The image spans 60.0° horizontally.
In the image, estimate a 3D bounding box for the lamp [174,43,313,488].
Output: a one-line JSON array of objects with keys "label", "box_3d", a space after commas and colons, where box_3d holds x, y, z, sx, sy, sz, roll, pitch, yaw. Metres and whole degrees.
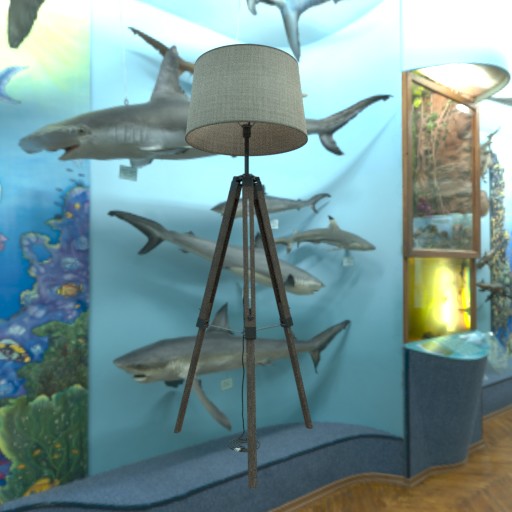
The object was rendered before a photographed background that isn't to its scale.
[{"label": "lamp", "box_3d": [0.000, 0.000, 1.810, 0.587, 1.510, 0.604, 1, -1, -36]}]
